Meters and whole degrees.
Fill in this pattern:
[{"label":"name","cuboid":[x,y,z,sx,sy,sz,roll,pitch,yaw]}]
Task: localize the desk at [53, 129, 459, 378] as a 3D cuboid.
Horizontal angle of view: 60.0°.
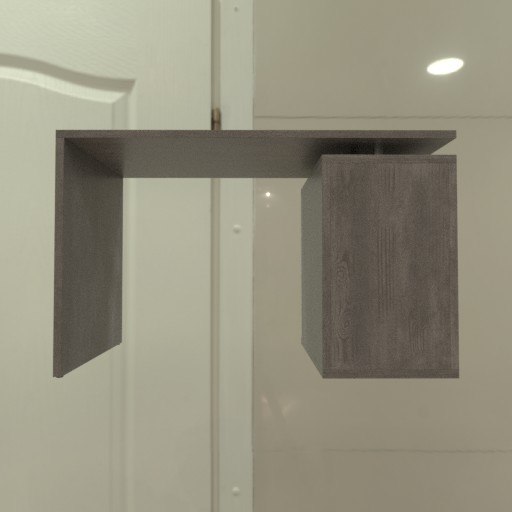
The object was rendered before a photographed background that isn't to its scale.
[{"label":"desk","cuboid":[0.000,0.000,1.617,1.200,0.740,0.600,0,-1,0]}]
